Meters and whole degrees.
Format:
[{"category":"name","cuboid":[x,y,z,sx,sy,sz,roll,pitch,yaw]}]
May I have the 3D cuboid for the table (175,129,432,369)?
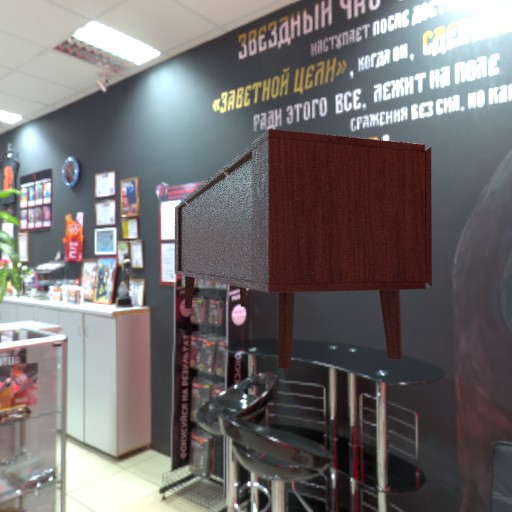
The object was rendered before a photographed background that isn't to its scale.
[{"category":"table","cuboid":[0.000,0.000,1.635,0.405,0.508,1.397,0,-1,-18]}]
